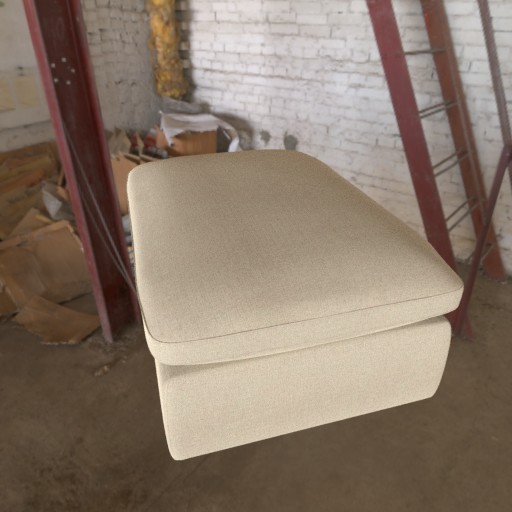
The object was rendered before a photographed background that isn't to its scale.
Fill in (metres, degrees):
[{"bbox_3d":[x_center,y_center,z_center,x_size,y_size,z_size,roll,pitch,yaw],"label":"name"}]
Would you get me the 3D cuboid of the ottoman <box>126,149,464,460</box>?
[{"bbox_3d":[0.000,0.000,1.314,0.686,0.453,0.984,-8,31,-14],"label":"ottoman"}]
